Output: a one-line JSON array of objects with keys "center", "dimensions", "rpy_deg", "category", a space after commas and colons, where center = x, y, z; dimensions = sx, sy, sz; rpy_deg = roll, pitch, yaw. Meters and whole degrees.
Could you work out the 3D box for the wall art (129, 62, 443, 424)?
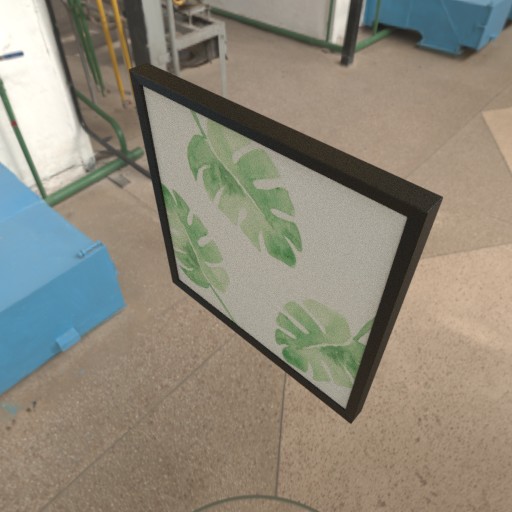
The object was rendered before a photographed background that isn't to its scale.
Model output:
[{"center": [0.000, 0.000, 0.761], "dimensions": [0.508, 0.508, 0.036], "rpy_deg": [33, 55, 28], "category": "wall art"}]
